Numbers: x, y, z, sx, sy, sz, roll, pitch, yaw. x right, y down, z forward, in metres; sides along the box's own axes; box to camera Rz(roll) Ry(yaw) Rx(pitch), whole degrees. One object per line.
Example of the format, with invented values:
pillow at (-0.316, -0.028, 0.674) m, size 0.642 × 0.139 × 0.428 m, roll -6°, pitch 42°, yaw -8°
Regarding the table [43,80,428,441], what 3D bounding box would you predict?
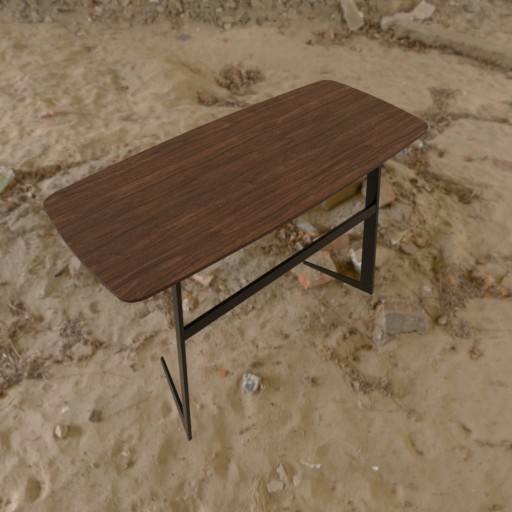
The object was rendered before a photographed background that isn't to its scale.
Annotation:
table at (0.000, 0.000, 1.119) m, size 0.804 × 0.576 × 0.361 m, roll -32°, pitch 54°, yaw -27°
